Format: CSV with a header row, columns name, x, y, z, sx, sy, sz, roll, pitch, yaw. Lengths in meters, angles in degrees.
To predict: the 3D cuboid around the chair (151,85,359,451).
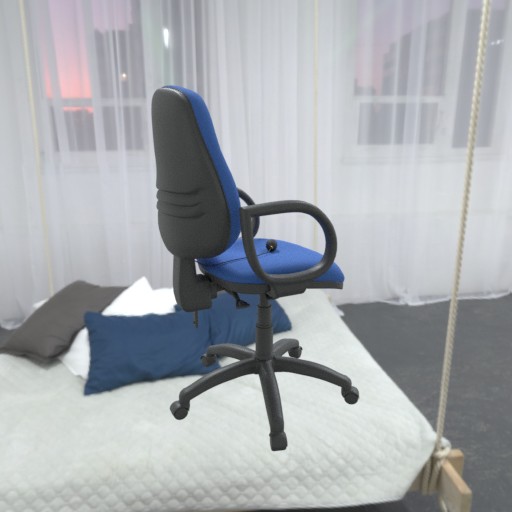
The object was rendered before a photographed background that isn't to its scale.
name,x,y,z,sx,sy,sz,roll,pitch,yaw
chair,0.000,0.000,1.278,0.549,0.905,0.552,-7,16,-26
